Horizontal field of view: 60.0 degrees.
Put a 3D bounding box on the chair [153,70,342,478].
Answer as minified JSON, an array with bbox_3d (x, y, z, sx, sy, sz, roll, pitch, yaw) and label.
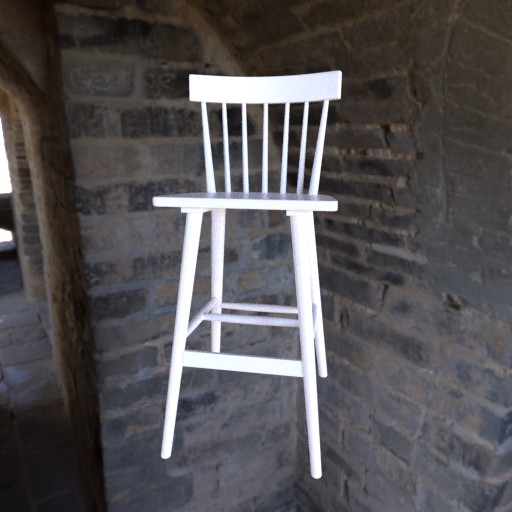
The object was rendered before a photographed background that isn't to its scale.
[{"bbox_3d":[0.000,0.000,1.377,0.483,1.092,0.572,3,15,10],"label":"chair"}]
